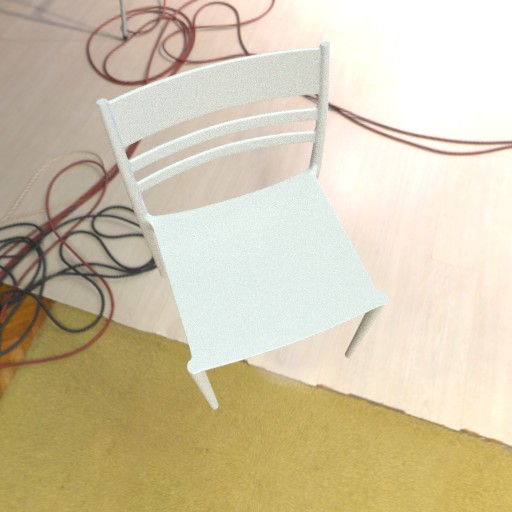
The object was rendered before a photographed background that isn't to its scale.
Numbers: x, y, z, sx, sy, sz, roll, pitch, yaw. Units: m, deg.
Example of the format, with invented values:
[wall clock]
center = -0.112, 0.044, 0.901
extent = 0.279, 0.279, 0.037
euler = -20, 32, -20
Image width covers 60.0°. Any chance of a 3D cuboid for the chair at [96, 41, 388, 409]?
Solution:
[chair]
center = 0.000, 0.000, 1.118
extent = 0.531, 0.800, 0.511
euler = -18, 65, -9
